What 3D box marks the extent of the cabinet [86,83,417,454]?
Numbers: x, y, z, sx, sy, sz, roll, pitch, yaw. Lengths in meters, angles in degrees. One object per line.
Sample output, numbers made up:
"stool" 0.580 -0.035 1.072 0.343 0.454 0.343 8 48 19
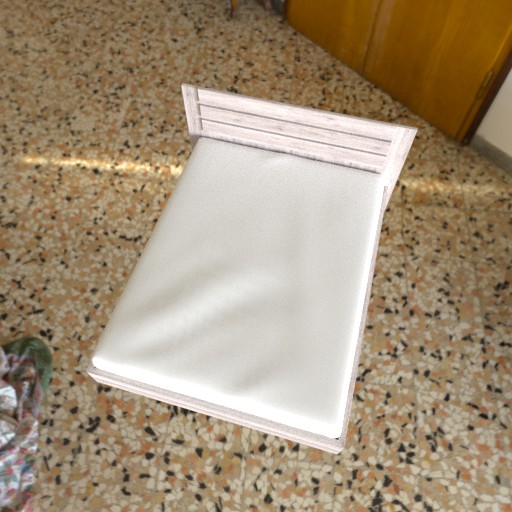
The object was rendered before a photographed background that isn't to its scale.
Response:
"cabinet" 0.000 0.000 3.096 1.750 0.970 2.080 14 60 8
